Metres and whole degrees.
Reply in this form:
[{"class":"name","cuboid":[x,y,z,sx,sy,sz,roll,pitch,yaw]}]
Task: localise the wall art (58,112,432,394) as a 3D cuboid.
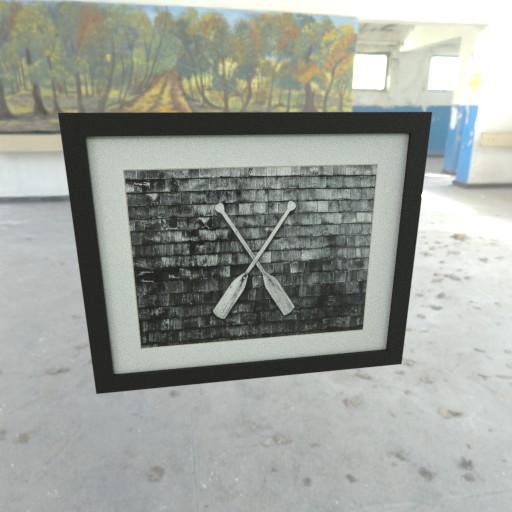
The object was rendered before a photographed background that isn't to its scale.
[{"class":"wall art","cuboid":[0.000,0.000,0.741,0.558,0.457,0.029,-3,19,-9]}]
